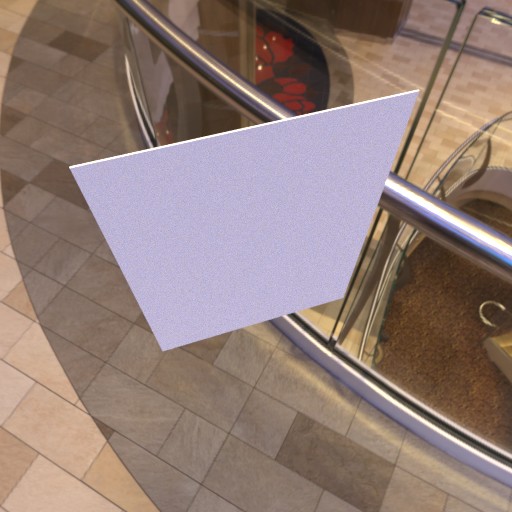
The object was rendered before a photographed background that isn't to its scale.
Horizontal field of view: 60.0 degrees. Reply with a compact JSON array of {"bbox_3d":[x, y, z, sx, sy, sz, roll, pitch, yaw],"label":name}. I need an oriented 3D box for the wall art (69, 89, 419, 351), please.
[{"bbox_3d":[0.000,0.000,0.813,0.457,0.610,0.003,-15,59,-9],"label":"wall art"}]
